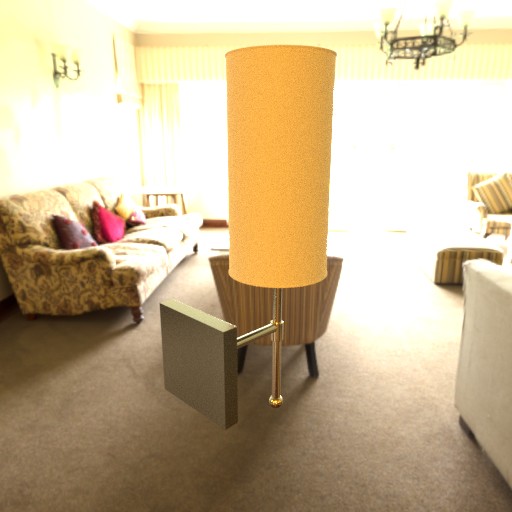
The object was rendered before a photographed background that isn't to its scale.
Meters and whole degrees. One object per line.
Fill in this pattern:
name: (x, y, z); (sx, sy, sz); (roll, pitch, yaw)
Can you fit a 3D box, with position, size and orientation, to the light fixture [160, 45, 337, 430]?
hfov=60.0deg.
light fixture: (0.000, 0.000, 0.543); (0.128, 0.462, 0.208); (15, 21, 43)
